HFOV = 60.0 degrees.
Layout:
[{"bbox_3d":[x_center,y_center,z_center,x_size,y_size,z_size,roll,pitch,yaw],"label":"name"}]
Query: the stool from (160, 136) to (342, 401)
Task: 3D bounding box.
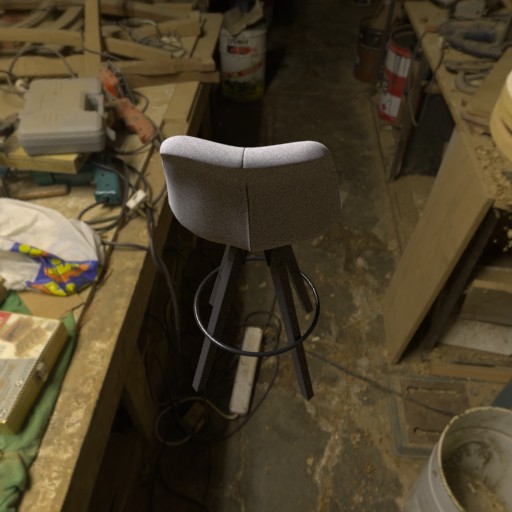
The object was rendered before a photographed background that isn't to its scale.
[{"bbox_3d":[0.000,0.000,1.391,0.485,1.115,0.550,4,46,3],"label":"stool"}]
